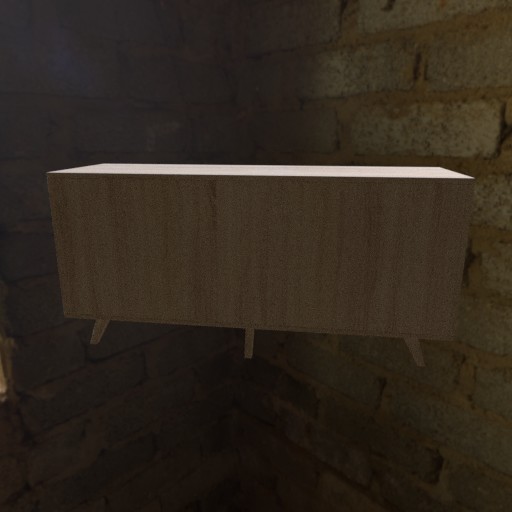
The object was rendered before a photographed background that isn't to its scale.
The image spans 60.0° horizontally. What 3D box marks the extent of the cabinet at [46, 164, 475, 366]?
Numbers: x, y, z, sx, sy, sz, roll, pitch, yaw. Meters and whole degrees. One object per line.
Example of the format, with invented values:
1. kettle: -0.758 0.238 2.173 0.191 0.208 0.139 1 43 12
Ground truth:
1. cabinet: 0.000 0.000 2.033 1.650 0.780 0.500 2 16 8
